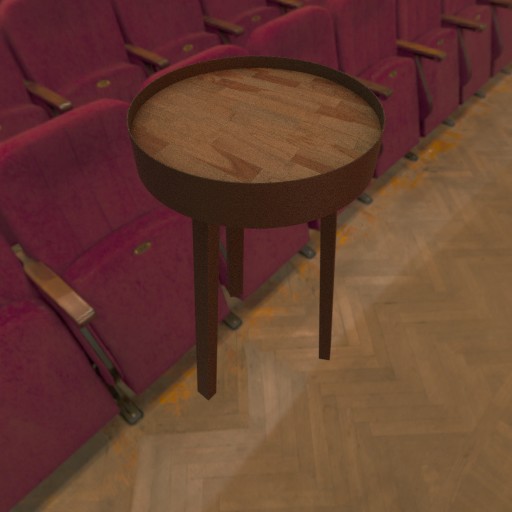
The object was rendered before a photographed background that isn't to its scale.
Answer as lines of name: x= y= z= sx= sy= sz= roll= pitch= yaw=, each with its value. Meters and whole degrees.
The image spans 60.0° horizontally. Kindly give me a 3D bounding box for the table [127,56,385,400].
table: x=0.000 y=0.000 z=0.956 sx=0.406 sy=0.686 sz=0.406 roll=32 pitch=54 yaw=27
